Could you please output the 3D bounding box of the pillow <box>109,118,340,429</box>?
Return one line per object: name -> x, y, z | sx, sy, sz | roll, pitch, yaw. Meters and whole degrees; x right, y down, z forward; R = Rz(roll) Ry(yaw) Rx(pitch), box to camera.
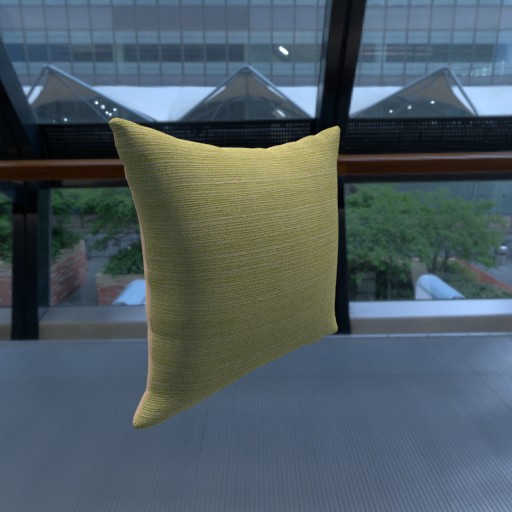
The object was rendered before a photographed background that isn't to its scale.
pillow -> 0.000, 0.000, 0.842 | 0.229, 0.487, 0.560 | 13, 19, 43
